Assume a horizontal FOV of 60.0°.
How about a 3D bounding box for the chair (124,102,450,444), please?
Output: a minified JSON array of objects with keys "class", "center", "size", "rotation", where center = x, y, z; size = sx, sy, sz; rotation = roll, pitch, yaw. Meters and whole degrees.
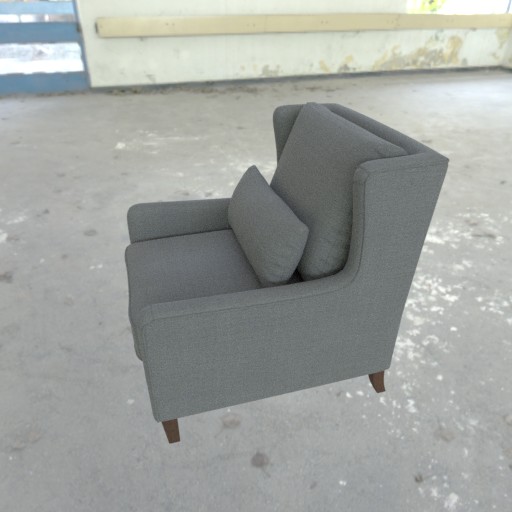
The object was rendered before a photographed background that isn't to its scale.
[{"class":"chair","center":[0.000,0.000,1.812],"size":[1.040,1.056,0.866],"rotation":[-8,32,-14]}]
